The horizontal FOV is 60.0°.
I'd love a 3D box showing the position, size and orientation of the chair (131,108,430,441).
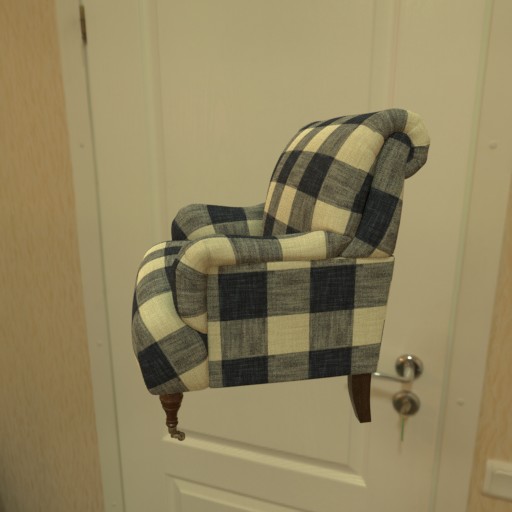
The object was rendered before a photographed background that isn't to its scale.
[{"bbox_3d":[0.000,0.000,1.568,0.848,0.953,0.781,-3,14,-10],"label":"chair"}]
